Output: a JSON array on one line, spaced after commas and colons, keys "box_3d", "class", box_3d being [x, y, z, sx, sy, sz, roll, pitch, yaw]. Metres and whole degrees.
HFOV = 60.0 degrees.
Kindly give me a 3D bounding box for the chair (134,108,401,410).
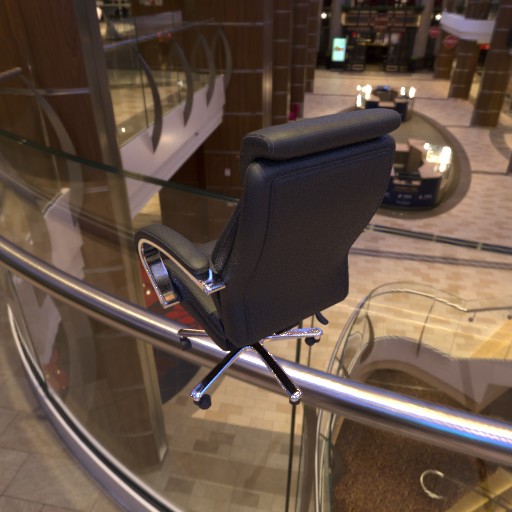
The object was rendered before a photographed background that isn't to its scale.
[{"box_3d": [0.000, 0.000, 1.702, 0.755, 1.183, 0.790, -20, 37, -29], "class": "chair"}]
